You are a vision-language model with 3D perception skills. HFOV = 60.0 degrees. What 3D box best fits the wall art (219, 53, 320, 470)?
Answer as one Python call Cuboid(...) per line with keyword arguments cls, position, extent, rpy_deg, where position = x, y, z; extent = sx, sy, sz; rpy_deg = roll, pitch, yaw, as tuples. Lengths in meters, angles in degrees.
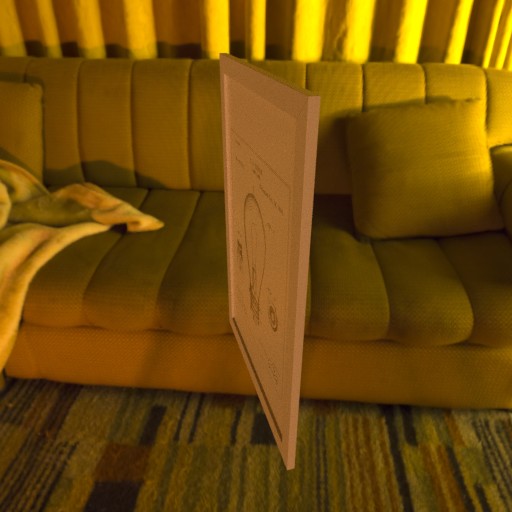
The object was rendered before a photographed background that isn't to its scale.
Cuboid(cls="wall art", position=(0.000, 0.000, 0.603), extent=(0.010, 0.474, 0.325), rpy_deg=(-9, 31, -14))
